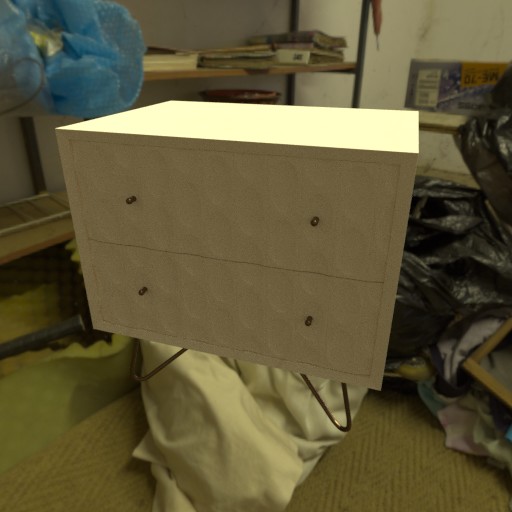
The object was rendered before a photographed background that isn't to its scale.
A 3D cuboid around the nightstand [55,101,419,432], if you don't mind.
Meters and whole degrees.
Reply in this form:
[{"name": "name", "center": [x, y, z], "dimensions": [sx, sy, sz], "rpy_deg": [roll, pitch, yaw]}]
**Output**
[{"name": "nightstand", "center": [0.000, 0.000, 1.013], "dimensions": [0.614, 0.604, 0.447], "rpy_deg": [8, 27, 16]}]
